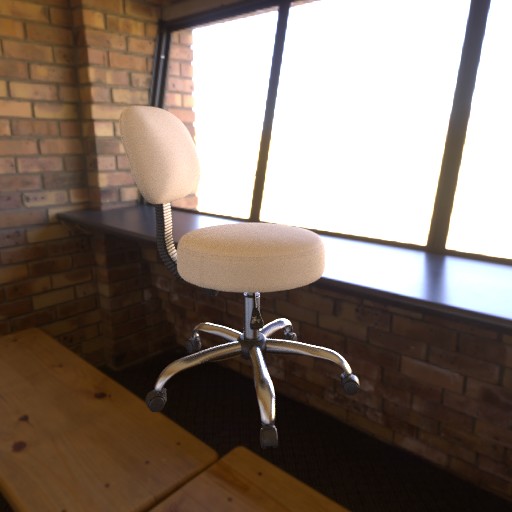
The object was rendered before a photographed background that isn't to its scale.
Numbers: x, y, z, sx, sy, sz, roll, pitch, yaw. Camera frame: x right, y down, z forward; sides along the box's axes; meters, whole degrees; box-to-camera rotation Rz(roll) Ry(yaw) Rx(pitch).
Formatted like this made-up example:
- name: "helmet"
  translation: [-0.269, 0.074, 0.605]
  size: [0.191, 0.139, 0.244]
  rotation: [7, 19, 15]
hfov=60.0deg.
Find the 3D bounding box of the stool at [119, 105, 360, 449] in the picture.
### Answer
- name: "stool"
  translation: [0.000, 0.000, 1.255]
  size: [0.616, 0.810, 0.609]
  rotation: [3, 15, 10]
